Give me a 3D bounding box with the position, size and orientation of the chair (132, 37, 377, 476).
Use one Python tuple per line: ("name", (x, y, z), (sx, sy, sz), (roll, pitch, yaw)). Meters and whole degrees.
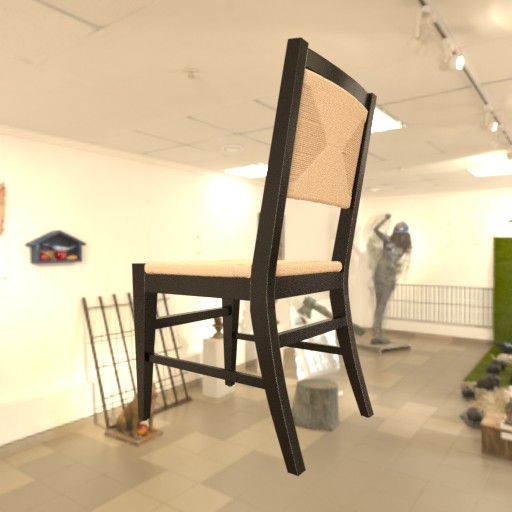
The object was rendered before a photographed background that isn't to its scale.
("chair", (0.000, 0.000, 1.257), (0.552, 0.927, 0.437), (1, 1, 36))
